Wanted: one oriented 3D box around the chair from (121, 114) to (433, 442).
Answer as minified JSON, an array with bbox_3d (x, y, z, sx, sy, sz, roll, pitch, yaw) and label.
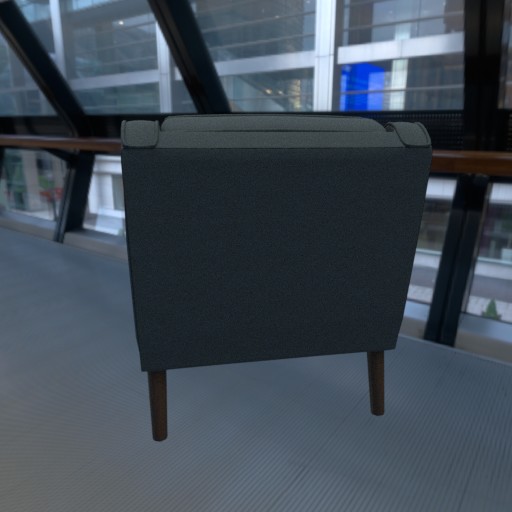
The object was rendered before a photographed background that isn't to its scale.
[{"bbox_3d":[0.000,0.000,1.316,0.663,0.780,0.733,-3,15,-10],"label":"chair"}]
